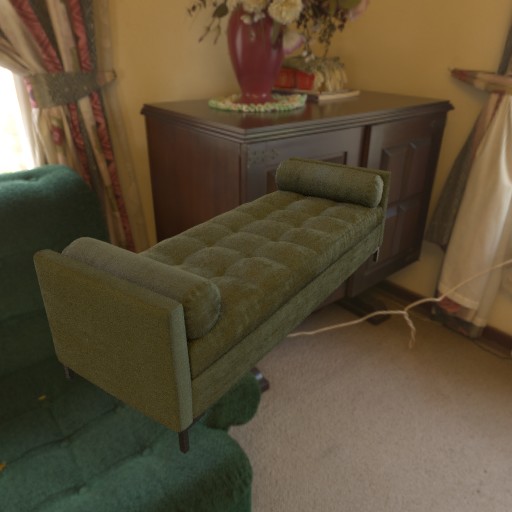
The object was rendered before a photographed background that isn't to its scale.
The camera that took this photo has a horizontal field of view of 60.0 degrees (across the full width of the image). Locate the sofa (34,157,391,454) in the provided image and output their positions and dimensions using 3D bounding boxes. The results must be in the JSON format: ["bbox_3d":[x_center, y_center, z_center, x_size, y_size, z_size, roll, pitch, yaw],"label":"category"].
[{"bbox_3d":[0.000,0.000,2.513,0.817,0.681,2.130,17,30,31],"label":"sofa"}]
